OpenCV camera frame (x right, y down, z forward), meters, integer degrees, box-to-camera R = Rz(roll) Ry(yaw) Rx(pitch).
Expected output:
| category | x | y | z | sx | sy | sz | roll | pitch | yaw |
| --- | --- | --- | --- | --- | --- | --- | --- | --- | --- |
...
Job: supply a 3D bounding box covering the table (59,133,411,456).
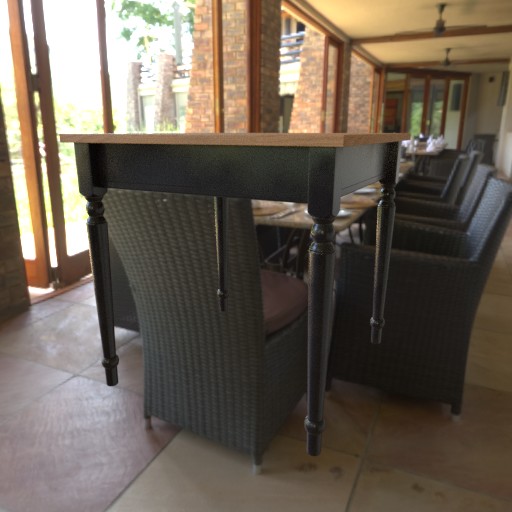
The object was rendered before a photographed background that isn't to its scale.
| category | x | y | z | sx | sy | sz | roll | pitch | yaw |
| --- | --- | --- | --- | --- | --- | --- | --- | --- | --- |
| table | 0.000 | 0.000 | 1.385 | 0.747 | 0.738 | 0.747 | 8 | 18 | 26 |
